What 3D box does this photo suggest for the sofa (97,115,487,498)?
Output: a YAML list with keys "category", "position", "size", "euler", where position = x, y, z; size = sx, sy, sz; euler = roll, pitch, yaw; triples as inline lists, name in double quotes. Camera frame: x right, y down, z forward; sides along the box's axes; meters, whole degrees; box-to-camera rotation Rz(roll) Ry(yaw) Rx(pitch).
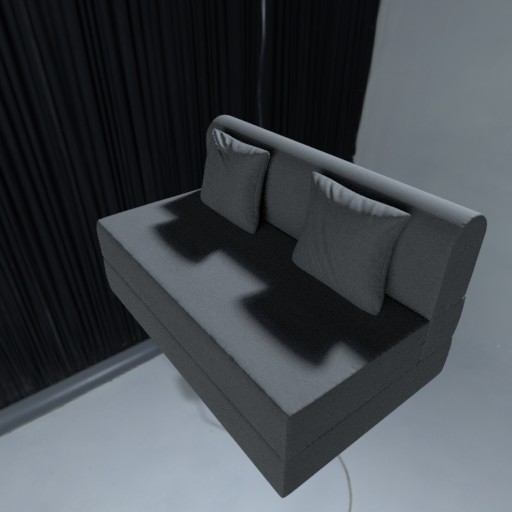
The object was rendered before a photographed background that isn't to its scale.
- category: "sofa"
  position: [0.000, 0.000, 1.627]
  size: [0.762, 0.670, 1.225]
  euler: [-23, 39, -31]
